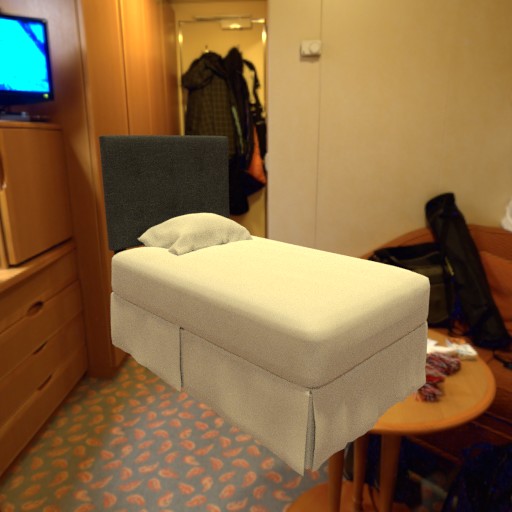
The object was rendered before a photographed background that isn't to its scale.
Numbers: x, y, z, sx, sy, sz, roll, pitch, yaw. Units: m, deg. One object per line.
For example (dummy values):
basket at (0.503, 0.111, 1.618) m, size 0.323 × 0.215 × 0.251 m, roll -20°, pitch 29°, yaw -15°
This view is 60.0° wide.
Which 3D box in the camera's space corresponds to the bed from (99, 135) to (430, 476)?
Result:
bed at (0.000, 0.000, 2.965) m, size 1.261 × 1.571 × 1.997 m, roll -14°, pitch 20°, yaw -43°
